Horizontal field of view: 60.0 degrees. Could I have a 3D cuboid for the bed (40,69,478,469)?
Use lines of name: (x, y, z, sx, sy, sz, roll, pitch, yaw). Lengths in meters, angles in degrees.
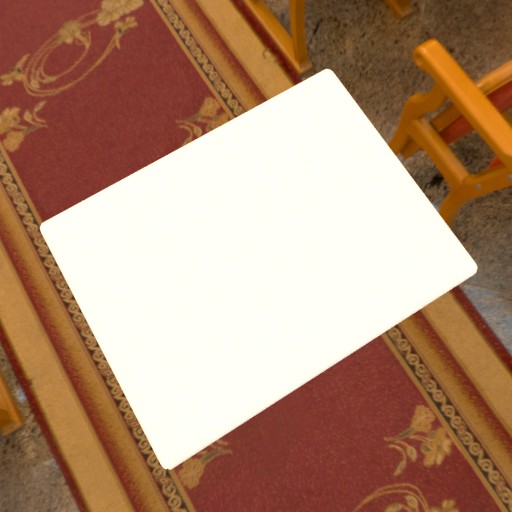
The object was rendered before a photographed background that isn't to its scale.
bed: (0.000, 0.000, 2.698, 2.016, 0.431, 1.536, -31, 78, -7)
